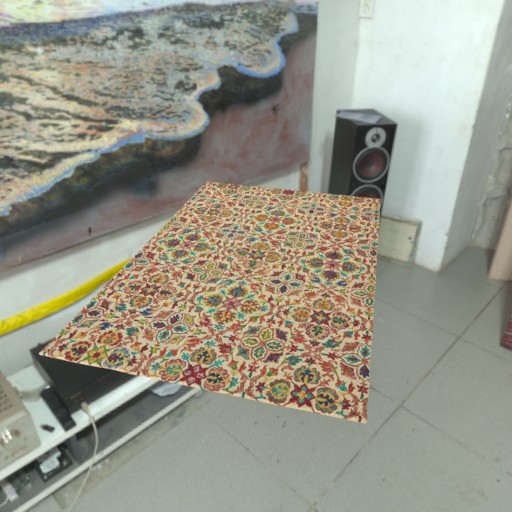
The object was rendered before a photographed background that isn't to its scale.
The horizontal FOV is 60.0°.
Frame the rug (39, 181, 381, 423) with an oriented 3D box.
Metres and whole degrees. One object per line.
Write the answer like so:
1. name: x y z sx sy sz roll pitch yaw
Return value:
1. rug: 0.000 0.000 2.316 1.226 0.013 1.838 8 32 13
